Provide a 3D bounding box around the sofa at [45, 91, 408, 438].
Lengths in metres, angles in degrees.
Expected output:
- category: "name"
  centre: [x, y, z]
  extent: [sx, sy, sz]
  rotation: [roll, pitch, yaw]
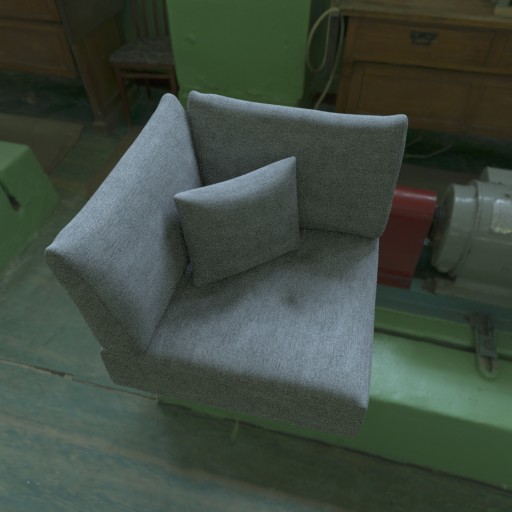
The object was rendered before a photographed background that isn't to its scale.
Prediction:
- category: "sofa"
  centre: [0.000, 0.000, 1.734]
  extent: [1.000, 0.820, 1.000]
  rotation: [10, 48, 9]
